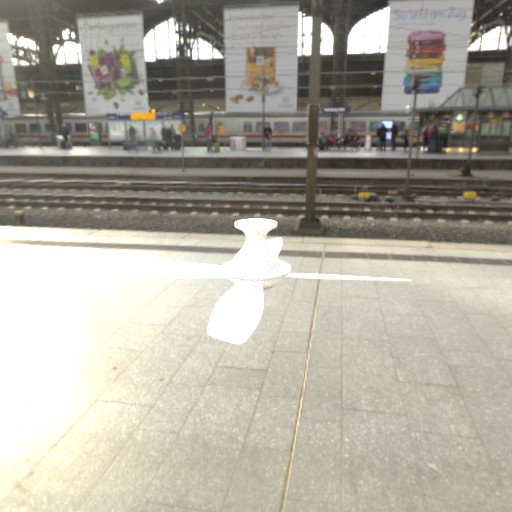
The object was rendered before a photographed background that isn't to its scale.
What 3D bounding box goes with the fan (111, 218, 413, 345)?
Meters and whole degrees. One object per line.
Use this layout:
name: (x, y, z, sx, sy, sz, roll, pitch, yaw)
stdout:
fan: (0.000, 0.000, 2.483, 1.694, 0.382, 1.693, 2, 16, 8)
